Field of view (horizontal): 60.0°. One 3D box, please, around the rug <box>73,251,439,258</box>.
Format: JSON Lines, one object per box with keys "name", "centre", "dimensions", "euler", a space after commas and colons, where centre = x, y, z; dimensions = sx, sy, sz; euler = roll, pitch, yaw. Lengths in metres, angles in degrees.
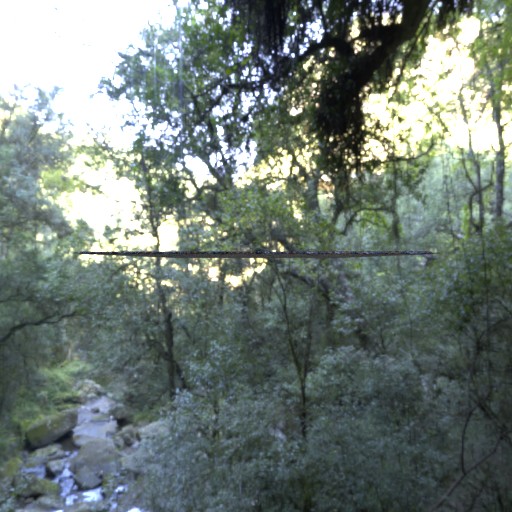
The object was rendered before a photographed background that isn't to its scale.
{"name": "rug", "centre": [0.000, 0.000, 2.436], "dimensions": [1.218, 0.010, 1.997], "euler": [0, -1, 0]}
